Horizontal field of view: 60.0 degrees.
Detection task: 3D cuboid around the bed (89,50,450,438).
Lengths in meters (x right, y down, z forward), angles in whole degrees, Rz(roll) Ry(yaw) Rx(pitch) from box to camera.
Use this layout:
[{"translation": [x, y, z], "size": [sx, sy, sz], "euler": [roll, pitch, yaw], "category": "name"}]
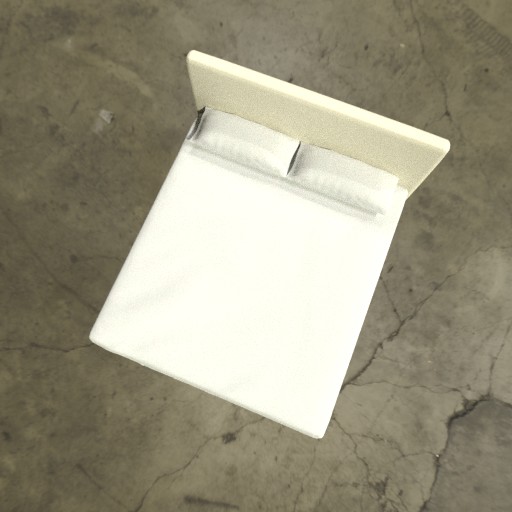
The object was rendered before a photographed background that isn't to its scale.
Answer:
[{"translation": [0.000, 0.000, 3.587], "size": [2.119, 1.317, 2.341], "euler": [22, 77, 5], "category": "bed"}]
